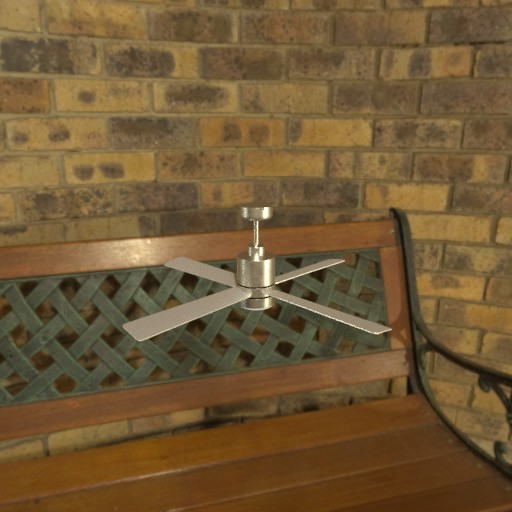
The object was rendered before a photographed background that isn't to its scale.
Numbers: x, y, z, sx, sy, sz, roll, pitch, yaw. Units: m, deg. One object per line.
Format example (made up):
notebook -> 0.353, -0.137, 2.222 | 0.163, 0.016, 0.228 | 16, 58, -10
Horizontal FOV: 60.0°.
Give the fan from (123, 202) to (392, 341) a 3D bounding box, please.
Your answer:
fan -> 0.000, 0.000, 2.334 | 1.525, 0.539, 1.525 | 15, 22, 43
